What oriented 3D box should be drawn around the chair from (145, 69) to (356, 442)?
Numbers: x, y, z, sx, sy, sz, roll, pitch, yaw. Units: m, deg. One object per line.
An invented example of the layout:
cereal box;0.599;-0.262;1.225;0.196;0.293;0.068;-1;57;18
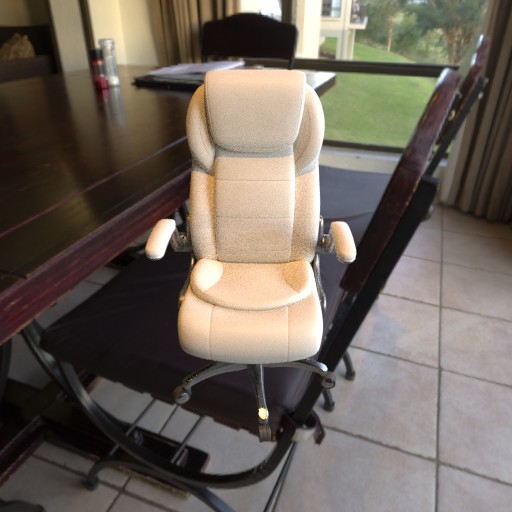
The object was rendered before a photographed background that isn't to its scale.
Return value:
chair;0.000;0.000;1.820;0.755;1.330;0.806;1;31;2
